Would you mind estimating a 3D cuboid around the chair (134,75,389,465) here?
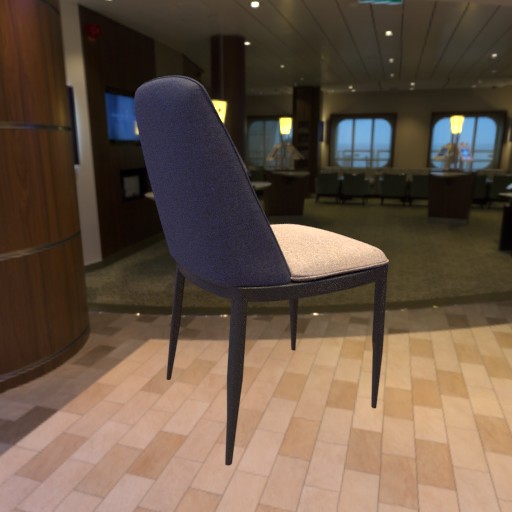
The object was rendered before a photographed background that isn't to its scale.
[{"bbox_3d":[0.000,0.000,1.173,0.551,0.839,0.480,-8,16,-28],"label":"chair"}]
